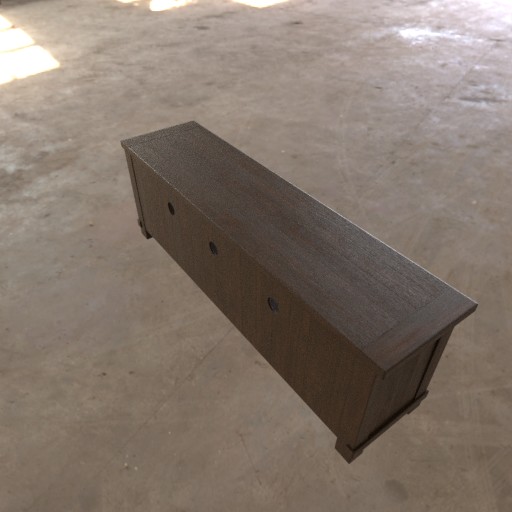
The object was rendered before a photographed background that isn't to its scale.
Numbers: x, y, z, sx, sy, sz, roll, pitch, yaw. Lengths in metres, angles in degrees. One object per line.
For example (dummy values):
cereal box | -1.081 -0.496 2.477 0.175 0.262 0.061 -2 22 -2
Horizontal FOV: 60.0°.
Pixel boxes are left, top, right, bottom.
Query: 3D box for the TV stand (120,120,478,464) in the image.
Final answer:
TV stand | 0.000 0.000 2.135 0.471 0.615 1.866 -25 46 -27
